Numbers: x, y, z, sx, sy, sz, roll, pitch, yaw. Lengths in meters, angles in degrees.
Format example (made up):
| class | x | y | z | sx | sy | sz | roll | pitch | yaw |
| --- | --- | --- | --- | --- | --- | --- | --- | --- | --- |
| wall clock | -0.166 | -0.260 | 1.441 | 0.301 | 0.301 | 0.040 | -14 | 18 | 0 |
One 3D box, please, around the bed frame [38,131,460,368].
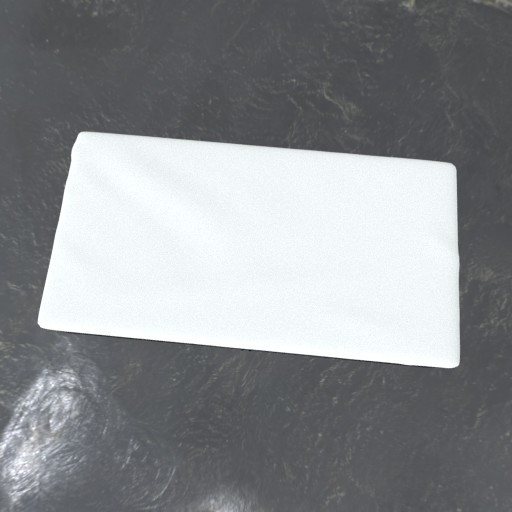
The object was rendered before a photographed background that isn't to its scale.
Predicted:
| class | x | y | z | sx | sy | sz | roll | pitch | yaw |
| --- | --- | --- | --- | --- | --- | --- | --- | --- | --- |
| bed frame | 0.000 | 0.000 | 2.325 | 1.903 | 0.619 | 0.989 | 5 | 76 | 1 |
